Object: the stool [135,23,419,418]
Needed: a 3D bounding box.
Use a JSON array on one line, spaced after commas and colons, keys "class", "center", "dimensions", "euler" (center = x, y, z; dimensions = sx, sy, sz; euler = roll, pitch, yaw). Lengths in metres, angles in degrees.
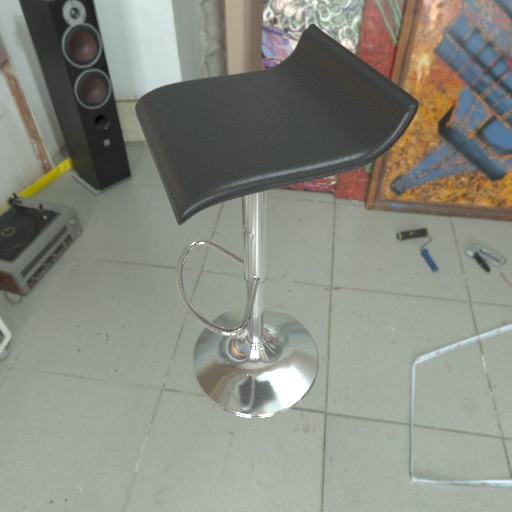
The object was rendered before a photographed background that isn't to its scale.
[{"class": "stool", "center": [0.000, 0.000, 1.023], "dimensions": [0.381, 0.851, 0.381], "euler": [-15, 47, -14]}]
